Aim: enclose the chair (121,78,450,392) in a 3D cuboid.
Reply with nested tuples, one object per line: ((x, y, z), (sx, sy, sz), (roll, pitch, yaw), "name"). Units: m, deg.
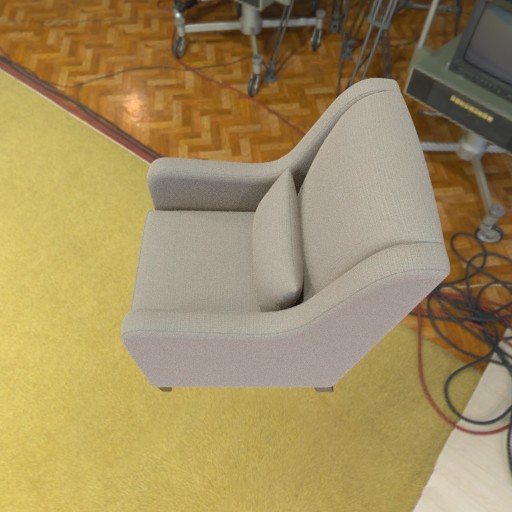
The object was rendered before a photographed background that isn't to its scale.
((0.000, 0.000, 1.588), (0.896, 1.017, 0.715), (0, 57, 0), "chair")
